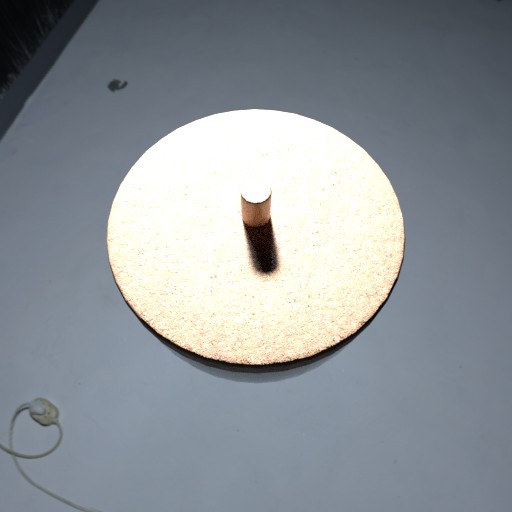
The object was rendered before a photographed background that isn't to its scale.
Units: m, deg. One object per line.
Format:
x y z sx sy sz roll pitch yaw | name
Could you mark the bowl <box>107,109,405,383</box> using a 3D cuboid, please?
0.000 0.000 0.219 0.126 0.110 0.126 0 63 0 | bowl
